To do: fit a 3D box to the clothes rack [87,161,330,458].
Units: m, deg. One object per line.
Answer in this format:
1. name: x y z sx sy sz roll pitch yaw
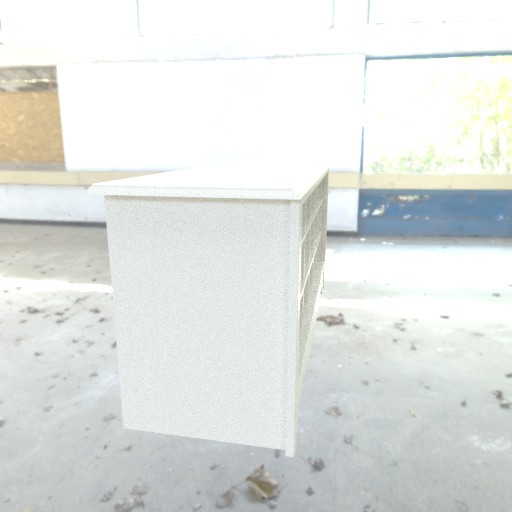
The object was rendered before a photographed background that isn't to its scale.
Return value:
1. clothes rack: 0.000 0.000 1.443 0.405 0.558 1.218 3 14 11
